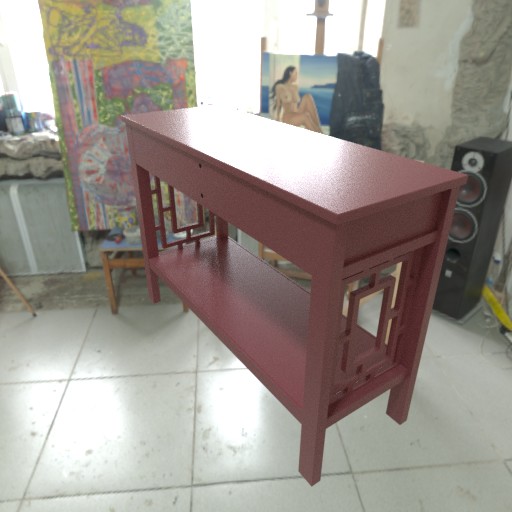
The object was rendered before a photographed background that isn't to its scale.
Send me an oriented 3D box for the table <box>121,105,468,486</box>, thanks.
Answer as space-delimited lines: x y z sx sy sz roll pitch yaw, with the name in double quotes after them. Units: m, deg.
0.000 0.000 1.425 0.397 0.753 1.068 -18 33 -30 "table"
